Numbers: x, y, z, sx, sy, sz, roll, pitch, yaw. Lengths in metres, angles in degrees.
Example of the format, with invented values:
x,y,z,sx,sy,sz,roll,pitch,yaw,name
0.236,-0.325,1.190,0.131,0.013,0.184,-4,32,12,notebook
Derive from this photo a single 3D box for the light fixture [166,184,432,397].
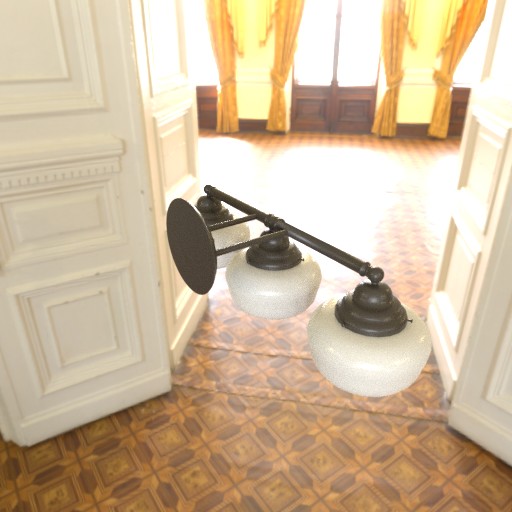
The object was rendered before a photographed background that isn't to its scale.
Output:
x,y,z,sx,sy,sz,roll,pitch,yaw,name
0.000,0.000,0.721,0.239,0.242,0.587,-18,32,-31,light fixture
